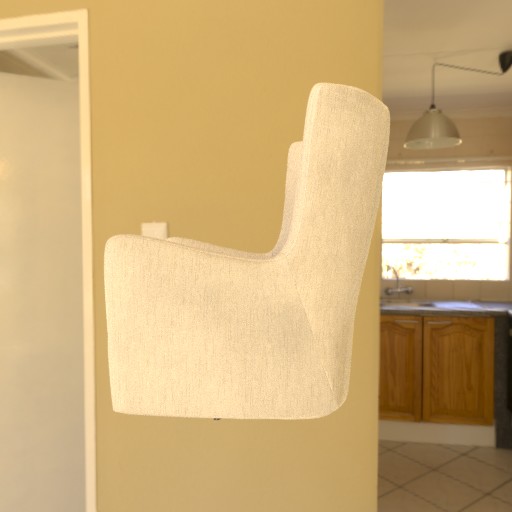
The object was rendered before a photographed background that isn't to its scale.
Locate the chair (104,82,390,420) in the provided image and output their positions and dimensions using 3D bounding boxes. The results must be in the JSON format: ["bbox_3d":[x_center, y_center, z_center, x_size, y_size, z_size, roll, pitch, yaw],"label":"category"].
[{"bbox_3d":[0.000,0.000,1.632,0.904,1.000,0.779,0,2,0],"label":"chair"}]
